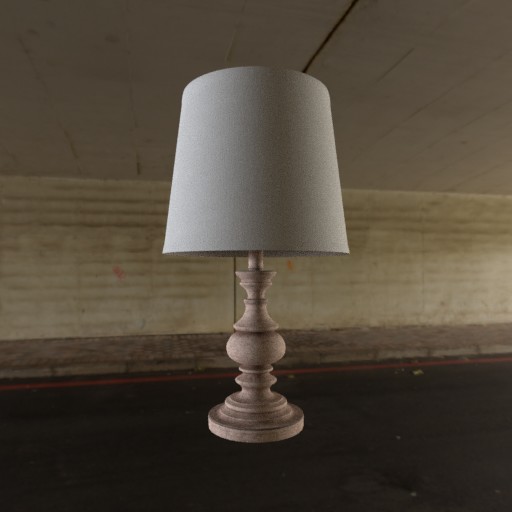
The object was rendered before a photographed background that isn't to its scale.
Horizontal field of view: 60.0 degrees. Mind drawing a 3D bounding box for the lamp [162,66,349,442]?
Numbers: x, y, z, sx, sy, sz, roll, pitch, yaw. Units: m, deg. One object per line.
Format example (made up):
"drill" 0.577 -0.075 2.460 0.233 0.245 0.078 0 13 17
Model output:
"lamp" 0.000 0.000 0.661 0.273 0.497 0.273 0 -2 0
